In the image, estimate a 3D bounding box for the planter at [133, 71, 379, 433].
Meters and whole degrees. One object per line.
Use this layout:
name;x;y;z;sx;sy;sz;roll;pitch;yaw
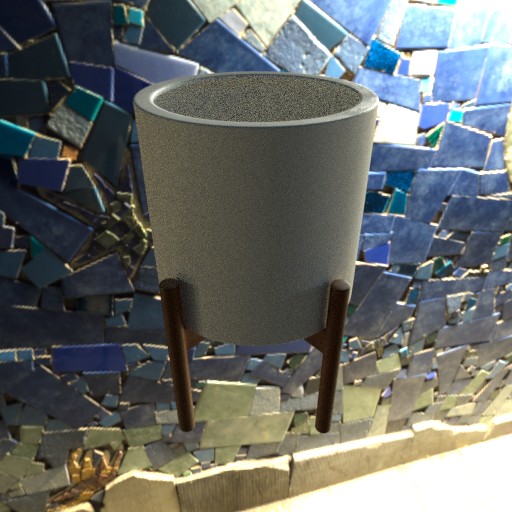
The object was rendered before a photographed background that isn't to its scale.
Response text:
planter;0.000;0.000;0.949;0.417;0.670;0.417;0;32;0
